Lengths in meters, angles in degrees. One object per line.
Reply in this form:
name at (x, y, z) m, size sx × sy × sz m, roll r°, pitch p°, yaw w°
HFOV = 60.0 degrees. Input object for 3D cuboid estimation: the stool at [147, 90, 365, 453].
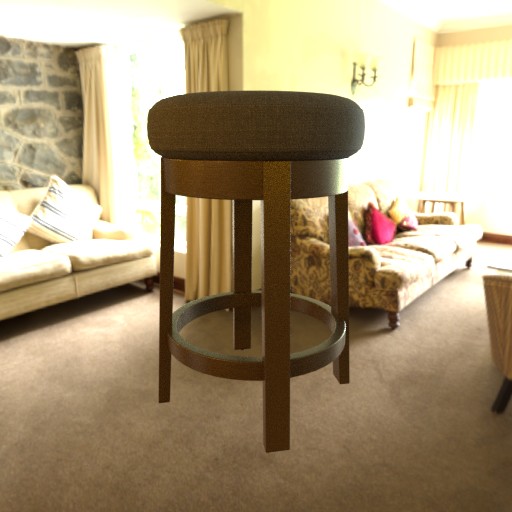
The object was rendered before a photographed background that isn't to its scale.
stool at (0.000, 0.000, 0.964) m, size 0.449 × 0.655 × 0.449 m, roll 0°, pitch 15°, yaw 0°
